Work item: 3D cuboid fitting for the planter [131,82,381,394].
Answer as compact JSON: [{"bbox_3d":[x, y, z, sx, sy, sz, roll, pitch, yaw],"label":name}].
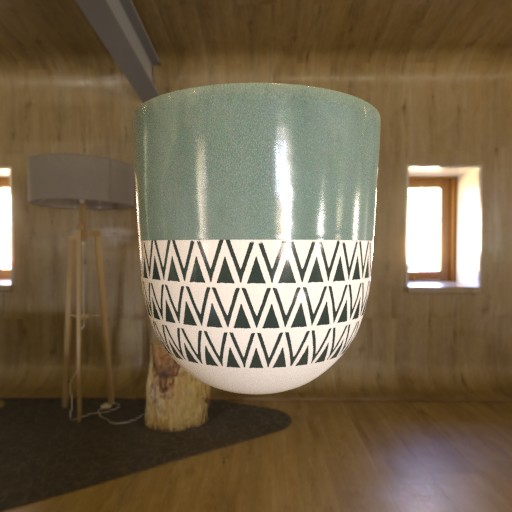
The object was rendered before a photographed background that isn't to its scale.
[{"bbox_3d":[0.000,0.000,0.368,0.198,0.214,0.198,0,1,0],"label":"planter"}]
